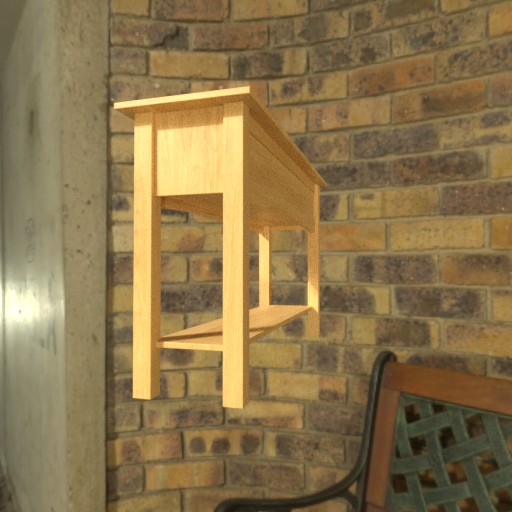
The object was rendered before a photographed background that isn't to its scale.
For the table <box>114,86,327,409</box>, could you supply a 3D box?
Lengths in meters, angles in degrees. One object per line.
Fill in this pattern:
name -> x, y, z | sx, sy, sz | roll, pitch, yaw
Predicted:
table -> 0.000, 0.000, 1.619 | 0.350, 0.730, 1.240 | 0, -1, 17
